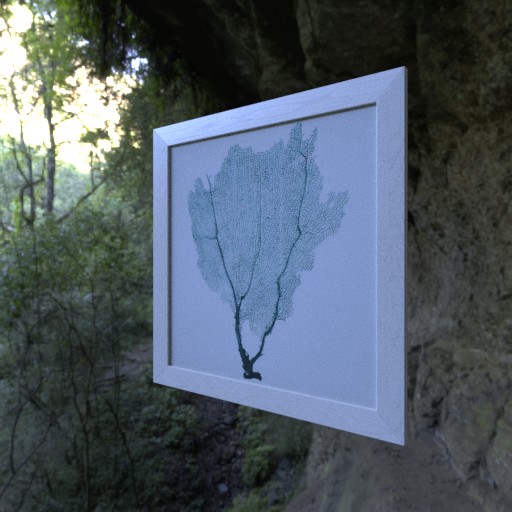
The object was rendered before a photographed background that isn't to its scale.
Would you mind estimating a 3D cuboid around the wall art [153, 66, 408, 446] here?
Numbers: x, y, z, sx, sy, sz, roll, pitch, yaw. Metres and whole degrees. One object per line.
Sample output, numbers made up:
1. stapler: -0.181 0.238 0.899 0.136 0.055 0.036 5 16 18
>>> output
1. wall art: 0.000 0.000 0.848 0.572 0.577 0.015 0 0 36
